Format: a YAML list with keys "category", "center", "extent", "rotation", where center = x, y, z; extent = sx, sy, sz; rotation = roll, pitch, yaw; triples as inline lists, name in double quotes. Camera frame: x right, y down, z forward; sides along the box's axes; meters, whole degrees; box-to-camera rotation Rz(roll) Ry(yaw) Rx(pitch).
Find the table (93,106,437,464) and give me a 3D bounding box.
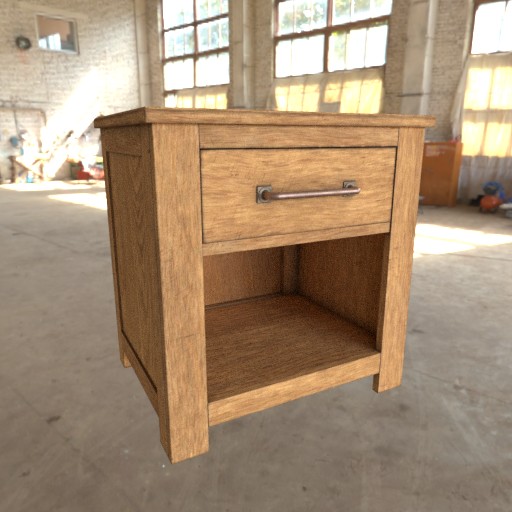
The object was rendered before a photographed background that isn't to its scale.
- category: "table"
  center: [0.000, 0.000, 1.043]
  extent: [0.601, 0.625, 0.494]
  rotation: [-8, 17, -27]
